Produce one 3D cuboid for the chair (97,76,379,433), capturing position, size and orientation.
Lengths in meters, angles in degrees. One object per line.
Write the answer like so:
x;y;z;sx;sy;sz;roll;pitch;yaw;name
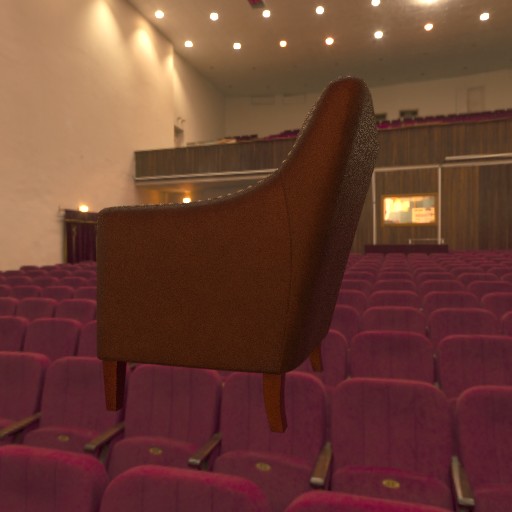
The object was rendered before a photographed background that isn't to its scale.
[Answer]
0.000;0.000;1.345;0.704;0.813;0.639;0;0;18;chair
